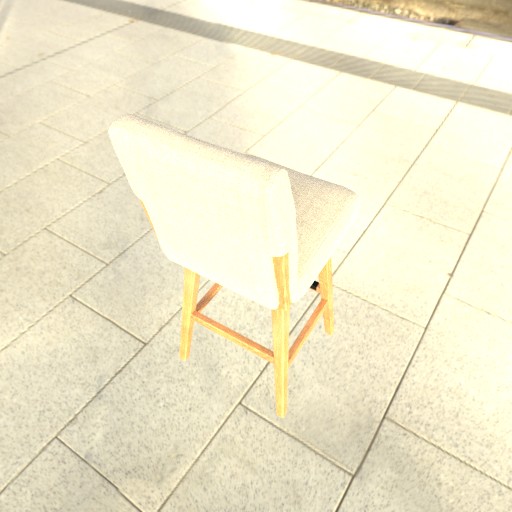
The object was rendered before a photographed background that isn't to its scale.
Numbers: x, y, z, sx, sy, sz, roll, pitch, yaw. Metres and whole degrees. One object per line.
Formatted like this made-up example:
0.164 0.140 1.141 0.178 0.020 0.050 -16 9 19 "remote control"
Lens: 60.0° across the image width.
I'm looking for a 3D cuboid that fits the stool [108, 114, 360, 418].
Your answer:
0.000 0.000 1.431 0.483 1.106 0.569 24 51 21 "stool"
